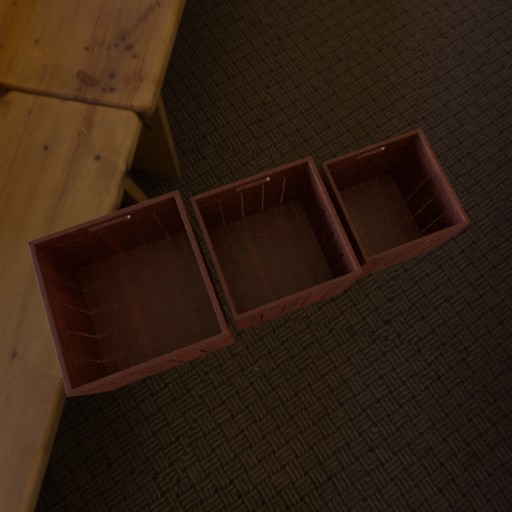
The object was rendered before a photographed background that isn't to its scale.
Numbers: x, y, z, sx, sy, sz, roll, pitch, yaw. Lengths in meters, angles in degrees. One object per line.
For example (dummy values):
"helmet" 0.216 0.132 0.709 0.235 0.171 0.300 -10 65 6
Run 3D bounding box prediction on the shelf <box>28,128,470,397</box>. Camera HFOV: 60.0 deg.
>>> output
"shelf" 0.000 0.000 1.251 1.064 0.311 0.393 -20 77 -5
